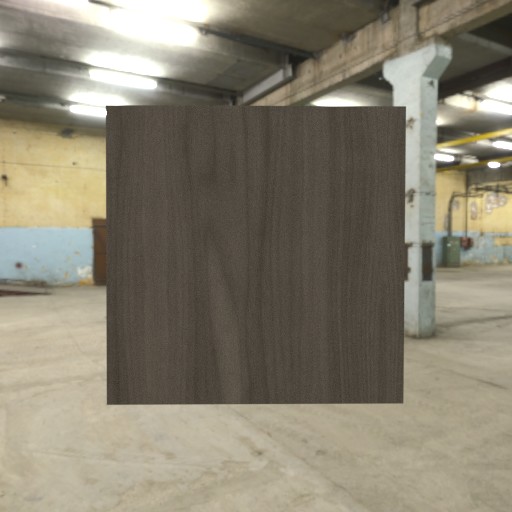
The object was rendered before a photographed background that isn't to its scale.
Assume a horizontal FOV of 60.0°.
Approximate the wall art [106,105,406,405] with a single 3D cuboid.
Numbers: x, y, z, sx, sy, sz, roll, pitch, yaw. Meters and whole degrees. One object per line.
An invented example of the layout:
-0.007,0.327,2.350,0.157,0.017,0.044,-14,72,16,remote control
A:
0.000,0.000,0.761,0.508,0.507,0.016,0,1,-1,wall art
